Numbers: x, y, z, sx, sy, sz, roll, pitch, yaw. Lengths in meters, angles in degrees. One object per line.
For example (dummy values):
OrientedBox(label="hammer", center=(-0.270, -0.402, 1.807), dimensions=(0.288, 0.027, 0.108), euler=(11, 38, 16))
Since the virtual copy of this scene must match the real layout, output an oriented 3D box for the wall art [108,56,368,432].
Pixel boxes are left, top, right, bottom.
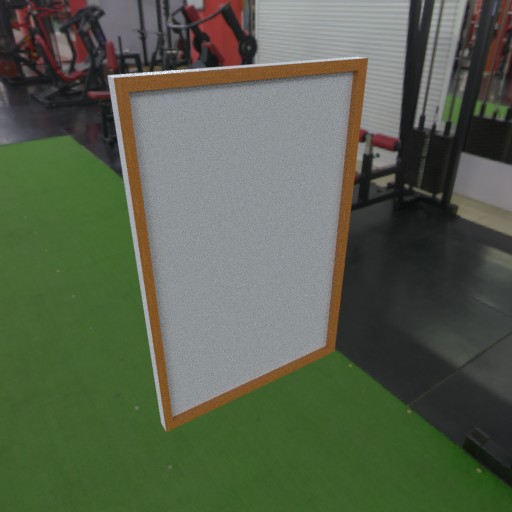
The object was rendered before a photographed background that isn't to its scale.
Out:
OrientedBox(label="wall art", center=(0.000, 0.000, 1.152), dimensions=(0.610, 0.916, 0.037), euler=(-17, 34, -28))
